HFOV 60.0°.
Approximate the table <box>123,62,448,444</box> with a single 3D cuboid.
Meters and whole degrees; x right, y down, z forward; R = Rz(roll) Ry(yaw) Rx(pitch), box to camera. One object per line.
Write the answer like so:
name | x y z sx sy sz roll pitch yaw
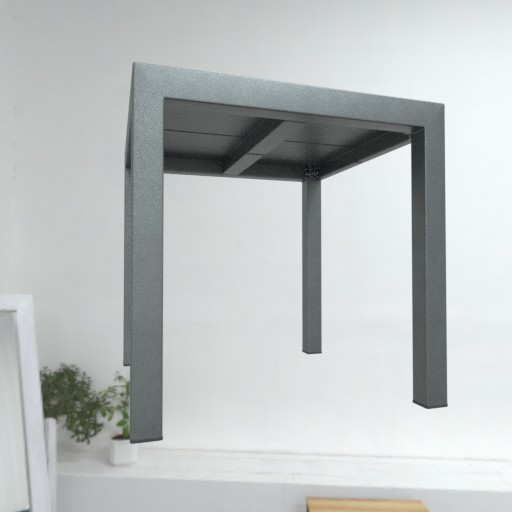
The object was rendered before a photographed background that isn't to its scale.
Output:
table | 0.000 0.000 0.904 0.508 0.508 0.508 0 -1 -18
